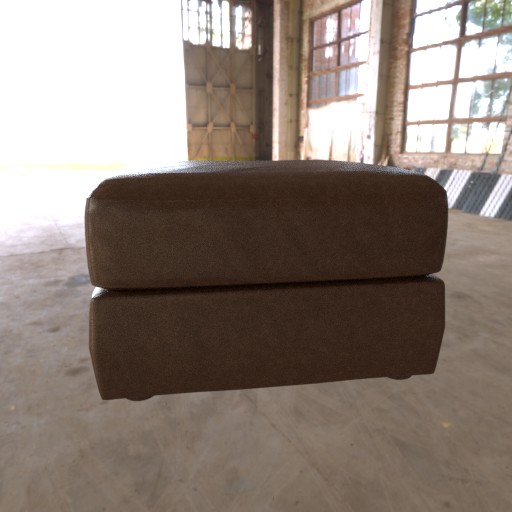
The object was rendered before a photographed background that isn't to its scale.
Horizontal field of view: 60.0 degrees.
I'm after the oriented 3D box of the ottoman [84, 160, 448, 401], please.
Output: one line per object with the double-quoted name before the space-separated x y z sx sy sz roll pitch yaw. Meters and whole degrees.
"ottoman" 0.000 0.000 1.145 0.751 0.476 0.603 -2 15 -8
